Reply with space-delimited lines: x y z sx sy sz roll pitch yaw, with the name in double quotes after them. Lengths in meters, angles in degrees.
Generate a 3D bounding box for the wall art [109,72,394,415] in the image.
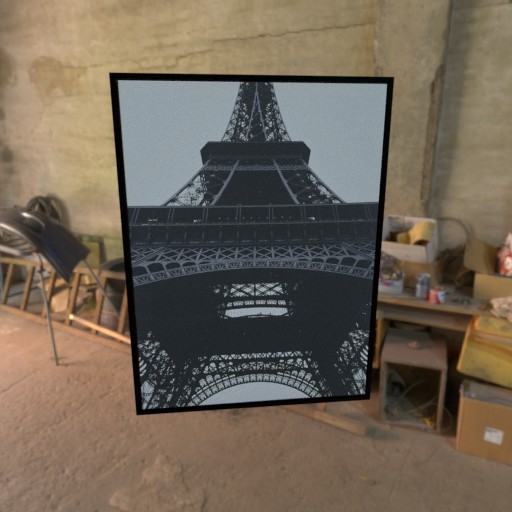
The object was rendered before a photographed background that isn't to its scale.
0.000 0.000 1.398 0.805 1.062 0.040 -2 15 -6 "wall art"
